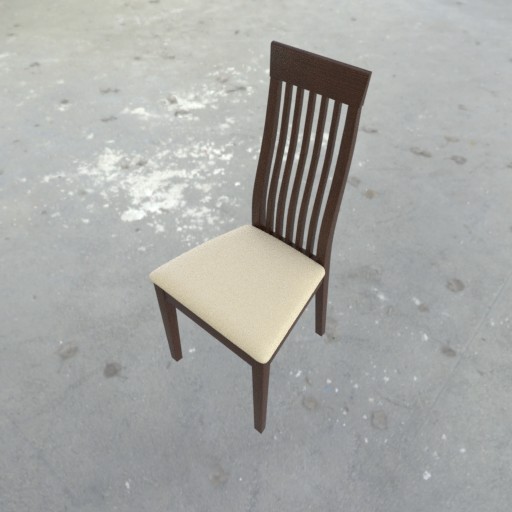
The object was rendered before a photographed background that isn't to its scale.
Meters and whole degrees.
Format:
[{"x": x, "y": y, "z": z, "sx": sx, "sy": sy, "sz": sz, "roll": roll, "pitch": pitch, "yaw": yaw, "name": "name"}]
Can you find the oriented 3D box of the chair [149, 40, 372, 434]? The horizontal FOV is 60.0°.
[{"x": 0.000, "y": 0.000, "z": 1.311, "sx": 0.460, "sy": 1.027, "sz": 0.474, "roll": 32, "pitch": 53, "yaw": 27, "name": "chair"}]
